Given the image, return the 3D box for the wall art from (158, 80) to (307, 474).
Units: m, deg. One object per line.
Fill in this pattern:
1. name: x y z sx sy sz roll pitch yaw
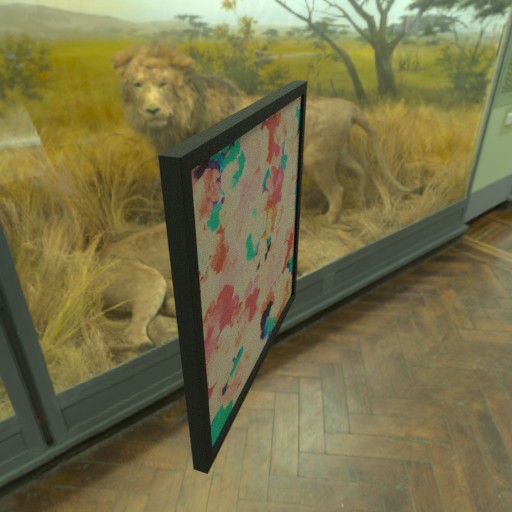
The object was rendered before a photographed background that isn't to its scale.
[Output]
1. wall art: 0.000 0.000 0.466 0.015 0.304 0.306 10 32 17
